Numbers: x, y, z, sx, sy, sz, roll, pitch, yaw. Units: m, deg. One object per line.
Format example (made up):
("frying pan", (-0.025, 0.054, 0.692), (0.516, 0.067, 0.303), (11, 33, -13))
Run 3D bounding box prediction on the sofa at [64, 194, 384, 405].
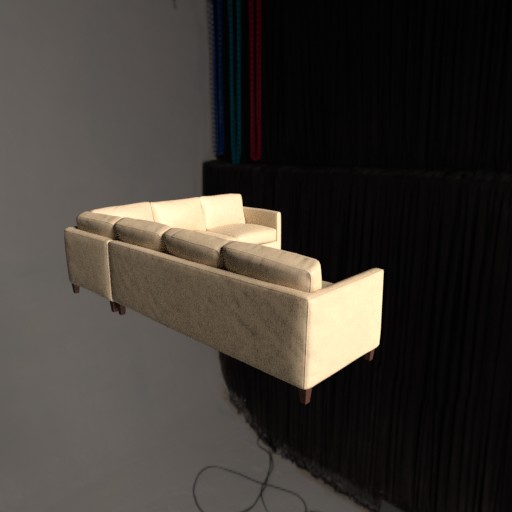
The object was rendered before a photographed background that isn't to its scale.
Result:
("sofa", (0.000, 0.000, 4.607), (3.302, 0.947, 2.593), (13, 19, 42))
